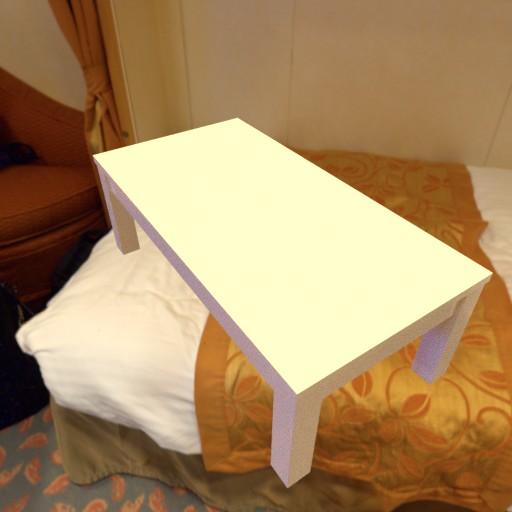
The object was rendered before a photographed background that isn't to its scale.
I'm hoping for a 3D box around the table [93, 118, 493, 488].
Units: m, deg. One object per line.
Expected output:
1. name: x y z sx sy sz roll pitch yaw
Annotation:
1. table: 0.000 0.000 1.679 0.700 0.470 1.350 -23 45 -26
